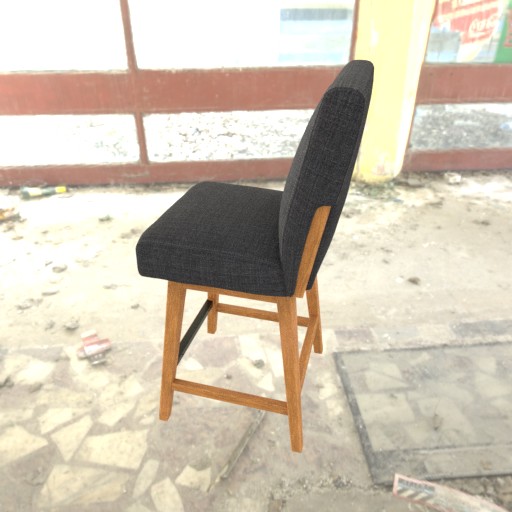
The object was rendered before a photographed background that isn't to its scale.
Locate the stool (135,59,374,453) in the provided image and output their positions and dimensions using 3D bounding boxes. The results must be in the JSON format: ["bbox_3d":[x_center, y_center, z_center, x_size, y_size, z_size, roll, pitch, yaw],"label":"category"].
[{"bbox_3d":[0.000,0.000,1.267,0.526,1.010,0.459,8,31,13],"label":"stool"}]
